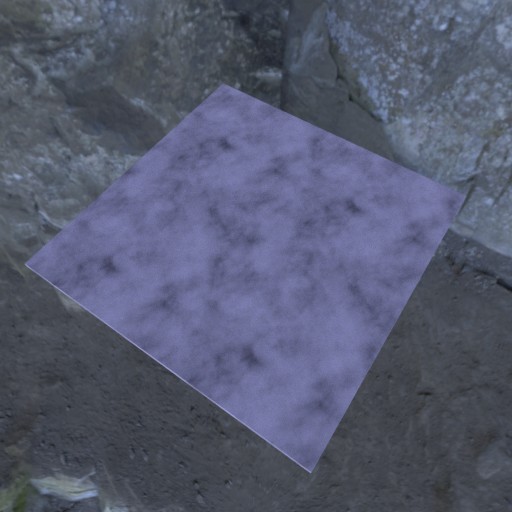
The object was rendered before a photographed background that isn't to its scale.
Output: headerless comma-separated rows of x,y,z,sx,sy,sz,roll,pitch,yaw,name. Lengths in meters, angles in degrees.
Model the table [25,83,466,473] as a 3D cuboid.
0.000,0.000,1.374,0.890,0.305,0.890,30,64,17,table
